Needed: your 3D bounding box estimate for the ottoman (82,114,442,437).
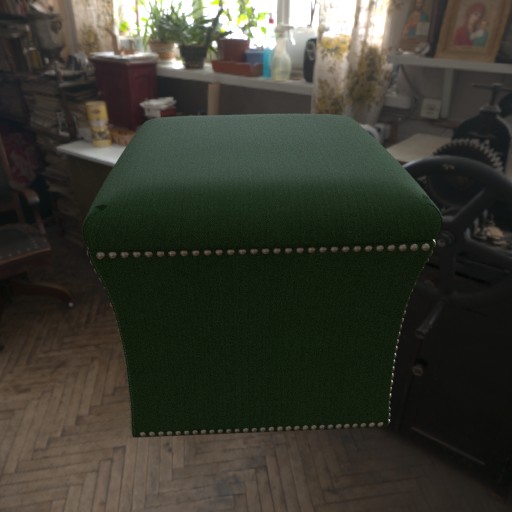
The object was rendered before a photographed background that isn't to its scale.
[{"bbox_3d":[0.000,0.000,0.883,0.497,0.475,0.507,-1,31,-2],"label":"ottoman"}]
